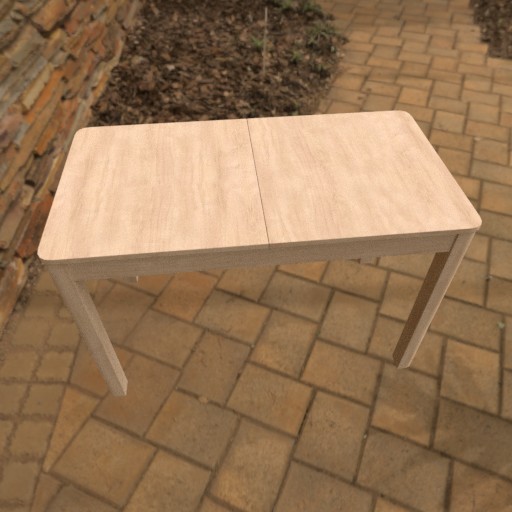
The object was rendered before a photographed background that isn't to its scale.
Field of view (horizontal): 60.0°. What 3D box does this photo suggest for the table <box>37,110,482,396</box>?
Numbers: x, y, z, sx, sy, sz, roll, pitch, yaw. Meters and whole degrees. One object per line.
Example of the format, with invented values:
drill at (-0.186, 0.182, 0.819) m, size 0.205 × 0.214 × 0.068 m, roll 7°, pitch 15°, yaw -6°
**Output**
table at (0.000, 0.000, 1.942) m, size 1.400 × 0.900 × 0.750 m, roll -4°, pitch 47°, yaw -4°
